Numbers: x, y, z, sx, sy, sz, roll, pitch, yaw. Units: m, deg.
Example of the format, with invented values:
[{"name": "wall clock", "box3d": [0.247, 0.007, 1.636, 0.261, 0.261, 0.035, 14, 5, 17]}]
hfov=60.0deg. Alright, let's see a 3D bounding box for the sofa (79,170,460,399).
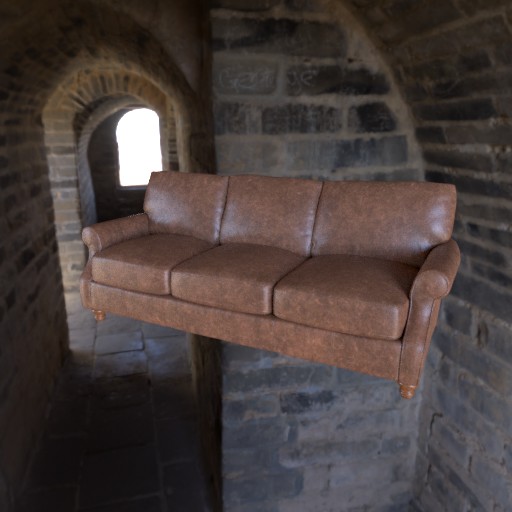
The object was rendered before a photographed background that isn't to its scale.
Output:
[{"name": "sofa", "box3d": [0.000, 0.000, 2.829, 2.351, 0.977, 0.973, 8, 17, 26]}]
